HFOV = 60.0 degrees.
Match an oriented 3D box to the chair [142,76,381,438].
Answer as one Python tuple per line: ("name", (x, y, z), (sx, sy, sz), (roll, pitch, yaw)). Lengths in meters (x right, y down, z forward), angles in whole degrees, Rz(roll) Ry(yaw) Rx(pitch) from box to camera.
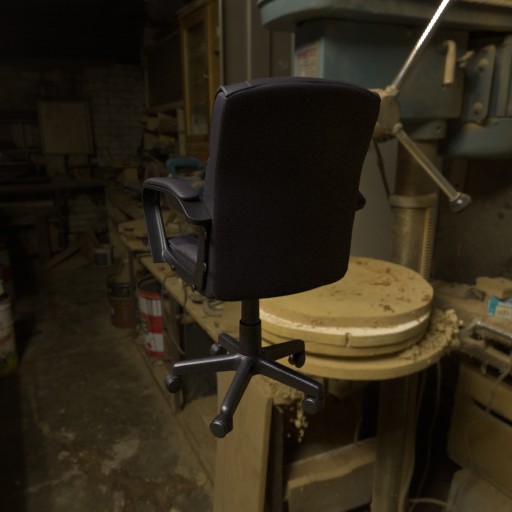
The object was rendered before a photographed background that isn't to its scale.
("chair", (0.000, 0.000, 1.398), (0.576, 0.998, 0.641), (-8, 18, -26))
